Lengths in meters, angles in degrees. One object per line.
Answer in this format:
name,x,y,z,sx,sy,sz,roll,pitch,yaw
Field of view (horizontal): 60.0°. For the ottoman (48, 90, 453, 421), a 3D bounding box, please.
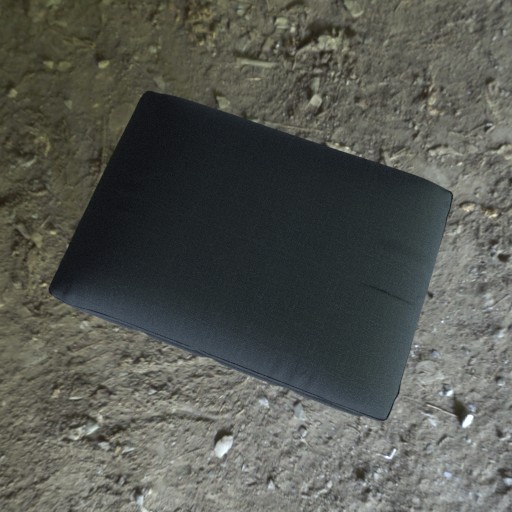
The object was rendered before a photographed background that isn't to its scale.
ottoman,0.000,0.000,1.117,0.767,0.486,0.558,20,77,5
